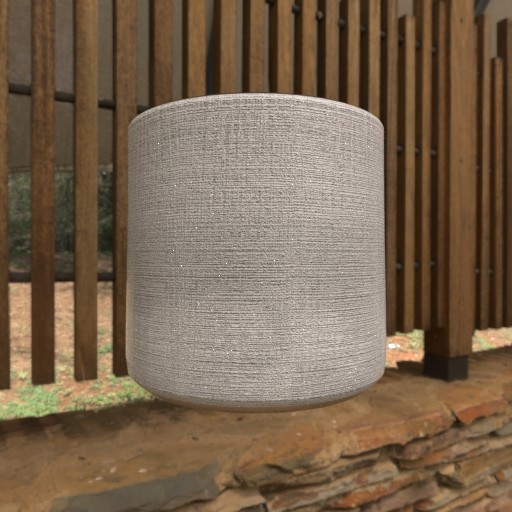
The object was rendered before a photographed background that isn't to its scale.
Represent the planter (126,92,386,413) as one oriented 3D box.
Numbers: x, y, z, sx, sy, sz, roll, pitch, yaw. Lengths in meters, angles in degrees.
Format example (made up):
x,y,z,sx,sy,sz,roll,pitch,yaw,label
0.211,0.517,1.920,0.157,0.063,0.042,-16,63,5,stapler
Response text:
x,y,z,sx,sy,sz,roll,pitch,yaw,label
0.000,0.000,0.284,0.160,0.156,0.160,0,0,0,planter
